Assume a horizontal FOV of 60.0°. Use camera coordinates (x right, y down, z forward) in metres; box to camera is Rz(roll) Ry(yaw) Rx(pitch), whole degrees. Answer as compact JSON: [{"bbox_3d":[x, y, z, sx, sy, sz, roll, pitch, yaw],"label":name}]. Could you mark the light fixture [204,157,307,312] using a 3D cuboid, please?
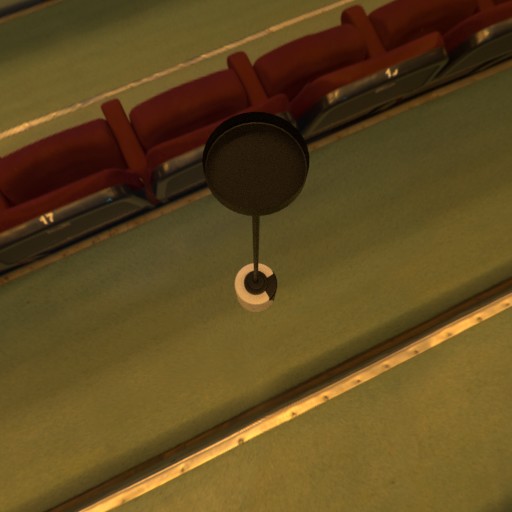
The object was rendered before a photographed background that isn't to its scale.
[{"bbox_3d":[0.000,0.000,0.926,0.123,0.863,0.123,-25,77,-6],"label":"light fixture"}]
